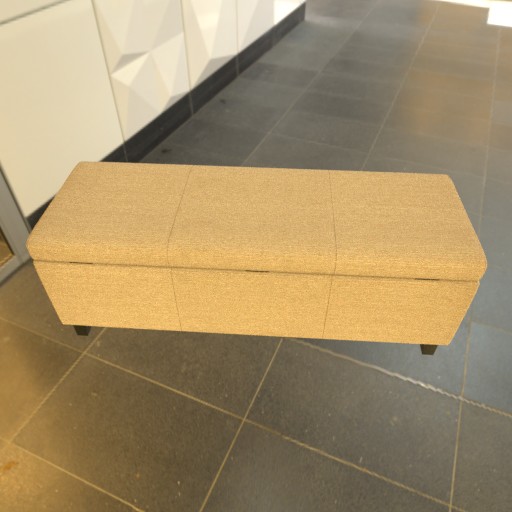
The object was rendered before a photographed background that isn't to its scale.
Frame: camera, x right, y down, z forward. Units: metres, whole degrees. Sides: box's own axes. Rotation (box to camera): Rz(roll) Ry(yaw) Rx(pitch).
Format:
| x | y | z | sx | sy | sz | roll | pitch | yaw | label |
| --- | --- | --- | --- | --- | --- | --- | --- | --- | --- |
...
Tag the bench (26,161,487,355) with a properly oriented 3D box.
| x | y | z | sx | sy | sz | roll | pitch | yaw | label |
| --- | --- | --- | --- | --- | --- | --- | --- | --- | --- |
| 0.000 | 0.000 | 1.473 | 1.269 | 0.438 | 0.446 | 3 | 44 | 3 | bench |
